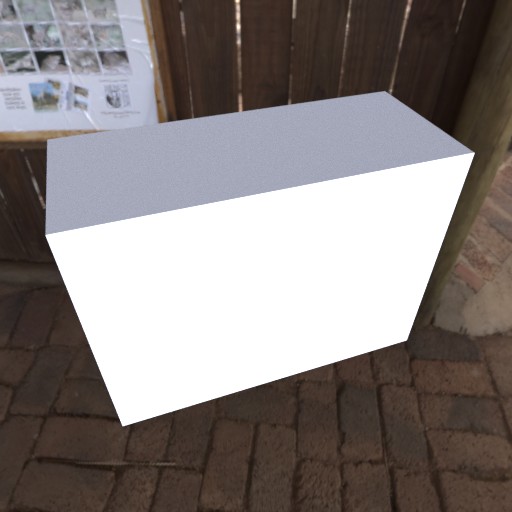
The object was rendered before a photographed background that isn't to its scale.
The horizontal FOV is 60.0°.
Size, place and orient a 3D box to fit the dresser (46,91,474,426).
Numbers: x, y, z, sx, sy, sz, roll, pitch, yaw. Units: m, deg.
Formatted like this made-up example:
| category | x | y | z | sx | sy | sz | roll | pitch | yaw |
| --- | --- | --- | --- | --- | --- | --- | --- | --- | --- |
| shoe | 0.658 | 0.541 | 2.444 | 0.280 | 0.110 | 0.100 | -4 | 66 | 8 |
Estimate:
| category | x | y | z | sx | sy | sz | roll | pitch | yaw |
| --- | --- | --- | --- | --- | --- | --- | --- | --- | --- |
| dresser | 0.000 | 0.000 | 1.507 | 1.100 | 0.820 | 0.460 | -13 | 43 | -14 |
